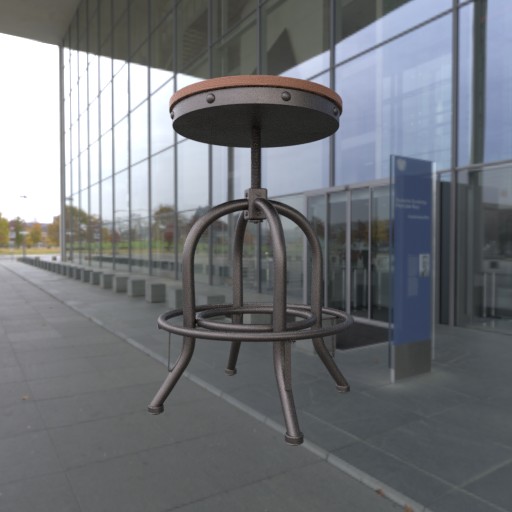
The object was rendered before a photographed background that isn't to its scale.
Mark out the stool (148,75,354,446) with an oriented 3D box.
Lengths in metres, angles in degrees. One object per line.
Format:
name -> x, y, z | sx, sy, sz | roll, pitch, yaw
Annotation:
stool -> 0.000, 0.000, 0.916 | 0.439, 0.609, 0.439 | 0, 1, -18
